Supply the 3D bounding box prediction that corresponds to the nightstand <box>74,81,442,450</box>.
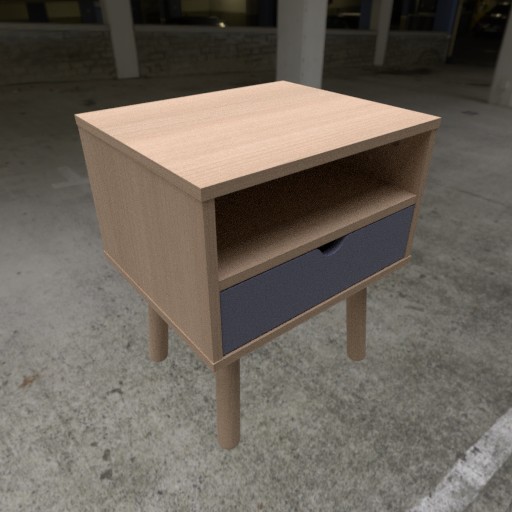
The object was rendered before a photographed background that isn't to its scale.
[{"bbox_3d":[0.000,0.000,0.852,0.450,0.530,0.380,-23,39,-32],"label":"nightstand"}]
